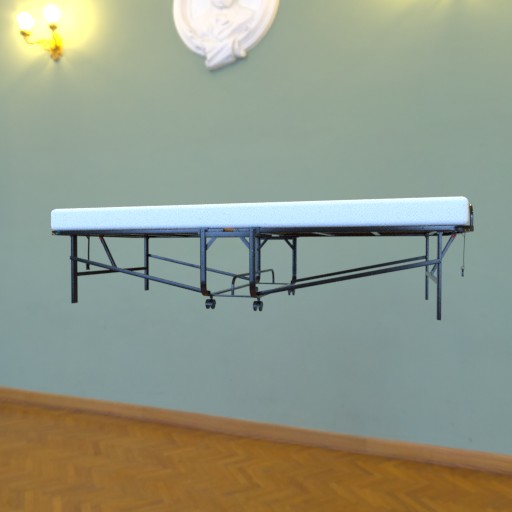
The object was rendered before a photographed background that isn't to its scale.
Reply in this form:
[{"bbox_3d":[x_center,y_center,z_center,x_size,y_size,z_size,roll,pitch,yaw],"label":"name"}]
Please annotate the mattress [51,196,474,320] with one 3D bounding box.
[{"bbox_3d":[0.000,0.000,2.534,2.153,0.519,0.922,0,1,17],"label":"mattress"}]
